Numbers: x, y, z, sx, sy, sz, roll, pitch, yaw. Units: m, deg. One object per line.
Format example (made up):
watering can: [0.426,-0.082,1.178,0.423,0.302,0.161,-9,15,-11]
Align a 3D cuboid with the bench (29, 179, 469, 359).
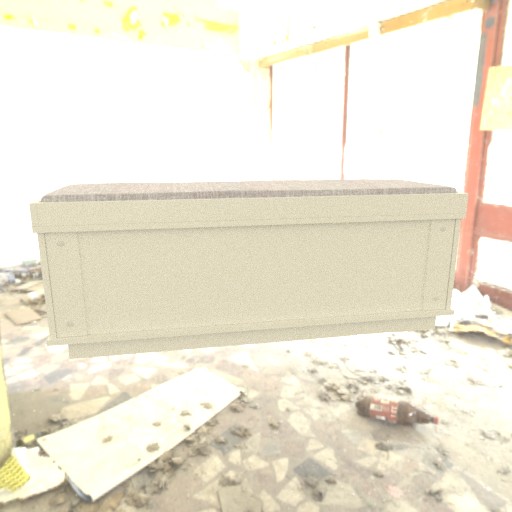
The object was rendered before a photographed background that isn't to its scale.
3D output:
bench: [0.000,0.000,1.412,1.196,0.453,0.363,-3,15,-10]
